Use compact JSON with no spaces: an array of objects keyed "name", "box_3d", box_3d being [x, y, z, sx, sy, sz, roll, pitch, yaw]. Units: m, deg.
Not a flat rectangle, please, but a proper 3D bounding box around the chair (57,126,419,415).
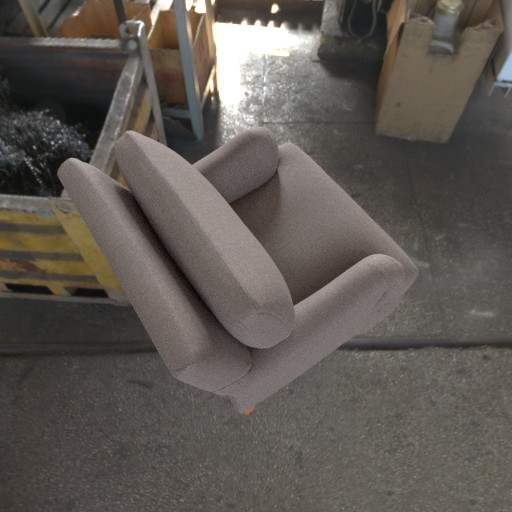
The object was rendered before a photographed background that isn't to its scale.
[{"name":"chair","box_3d":[0.000,0.000,1.856,1.070,1.038,0.955,-30,63,-17]}]
